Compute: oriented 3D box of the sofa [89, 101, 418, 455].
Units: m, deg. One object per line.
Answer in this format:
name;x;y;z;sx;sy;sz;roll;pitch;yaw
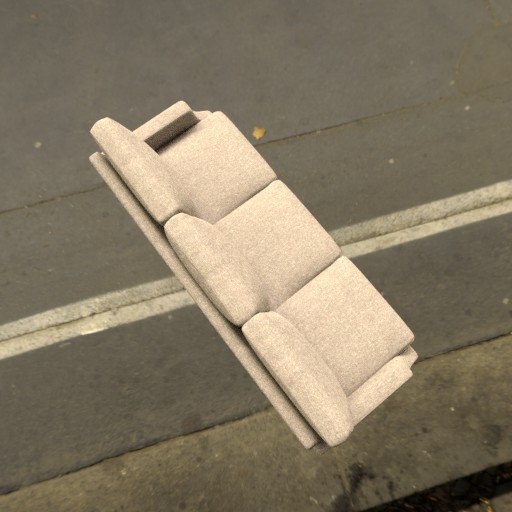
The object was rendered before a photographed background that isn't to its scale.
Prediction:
sofa;0.000;0.000;2.638;0.888;0.984;2.115;-37;78;-9
